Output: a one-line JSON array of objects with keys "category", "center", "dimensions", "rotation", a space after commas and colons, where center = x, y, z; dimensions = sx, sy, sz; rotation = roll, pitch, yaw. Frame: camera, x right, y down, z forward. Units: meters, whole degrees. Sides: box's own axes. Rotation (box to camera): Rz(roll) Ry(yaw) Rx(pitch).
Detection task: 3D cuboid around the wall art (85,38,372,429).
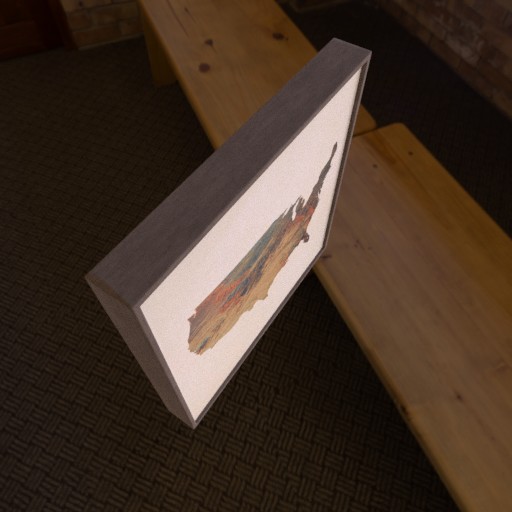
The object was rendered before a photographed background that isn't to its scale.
[{"category": "wall art", "center": [0.000, 0.000, 0.449], "dimensions": [0.038, 0.302, 0.303], "rotation": [30, 61, 18]}]
